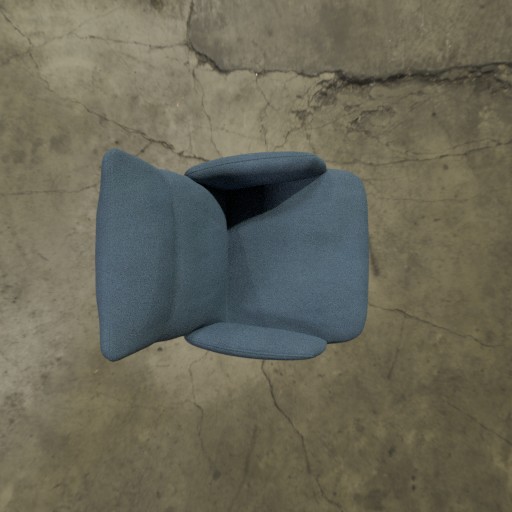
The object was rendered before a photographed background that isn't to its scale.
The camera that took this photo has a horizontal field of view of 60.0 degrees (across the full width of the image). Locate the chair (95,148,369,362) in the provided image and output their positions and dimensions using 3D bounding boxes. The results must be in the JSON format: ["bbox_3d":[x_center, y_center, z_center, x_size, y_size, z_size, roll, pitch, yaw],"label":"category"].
[{"bbox_3d":[0.000,0.000,1.614,0.889,1.016,0.711,0,90,-1],"label":"chair"}]
